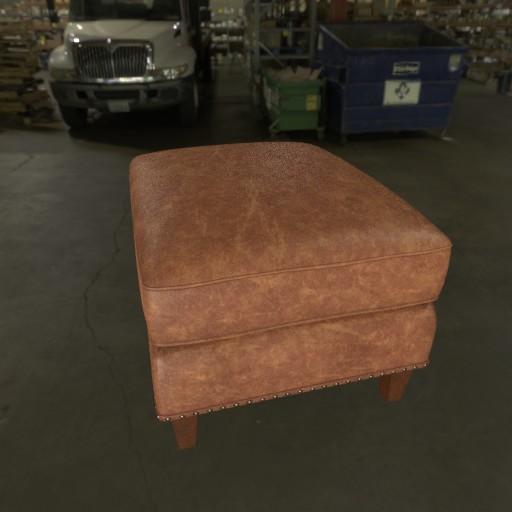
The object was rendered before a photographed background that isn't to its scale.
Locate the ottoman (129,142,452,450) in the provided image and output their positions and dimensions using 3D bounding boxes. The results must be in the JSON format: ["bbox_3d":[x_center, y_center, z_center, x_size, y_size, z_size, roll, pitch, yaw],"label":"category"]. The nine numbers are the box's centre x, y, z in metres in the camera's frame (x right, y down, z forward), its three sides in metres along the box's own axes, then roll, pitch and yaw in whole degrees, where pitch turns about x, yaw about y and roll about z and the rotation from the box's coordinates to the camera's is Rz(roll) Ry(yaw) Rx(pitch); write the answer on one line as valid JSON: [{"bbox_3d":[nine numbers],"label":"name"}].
[{"bbox_3d":[0.000,0.000,1.141,0.586,0.486,0.742,-7,29,-14],"label":"ottoman"}]
